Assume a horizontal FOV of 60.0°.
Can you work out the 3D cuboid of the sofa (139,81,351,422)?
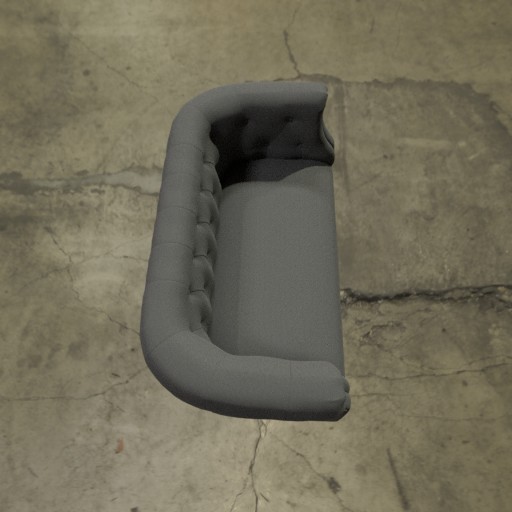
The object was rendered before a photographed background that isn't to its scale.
[{"bbox_3d":[0.000,0.000,2.125,0.835,0.827,1.558,2,63,1],"label":"sofa"}]
